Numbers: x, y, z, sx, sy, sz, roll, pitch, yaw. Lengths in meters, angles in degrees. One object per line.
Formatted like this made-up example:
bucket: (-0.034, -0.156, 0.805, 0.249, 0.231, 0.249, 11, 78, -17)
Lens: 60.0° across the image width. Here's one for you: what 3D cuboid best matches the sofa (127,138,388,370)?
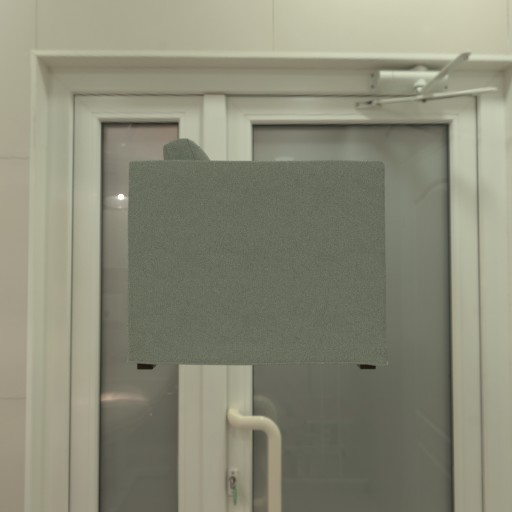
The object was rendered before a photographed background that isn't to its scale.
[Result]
sofa: (0.000, 0.000, 2.529, 0.940, 0.870, 1.987, 0, -2, 0)
